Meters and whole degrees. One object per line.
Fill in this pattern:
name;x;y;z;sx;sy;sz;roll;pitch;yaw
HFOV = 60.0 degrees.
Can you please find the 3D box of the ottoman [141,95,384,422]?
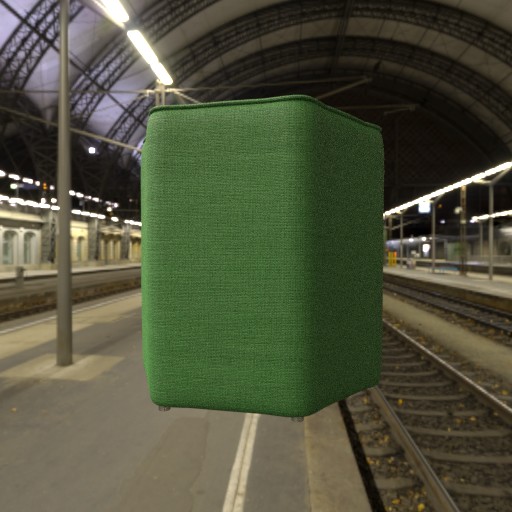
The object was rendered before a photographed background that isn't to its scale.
ottoman;0.000;0.000;0.899;0.444;0.507;0.499;0;1;-17
